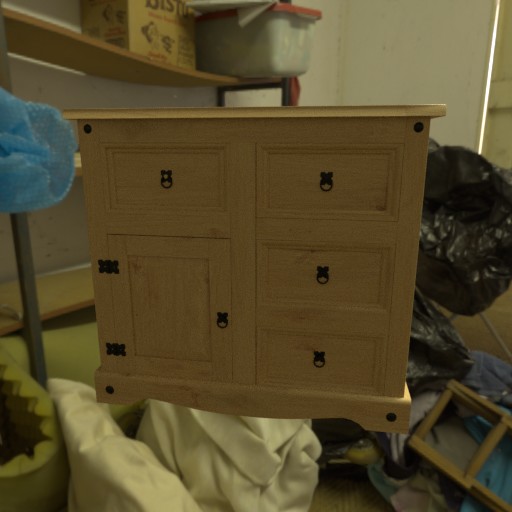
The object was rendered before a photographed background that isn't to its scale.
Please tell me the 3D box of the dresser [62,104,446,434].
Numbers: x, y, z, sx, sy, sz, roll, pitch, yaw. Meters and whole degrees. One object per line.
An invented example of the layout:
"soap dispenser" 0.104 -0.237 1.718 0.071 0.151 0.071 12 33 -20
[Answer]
"dresser" 0.000 0.000 1.350 0.915 0.835 0.440 2 15 9
